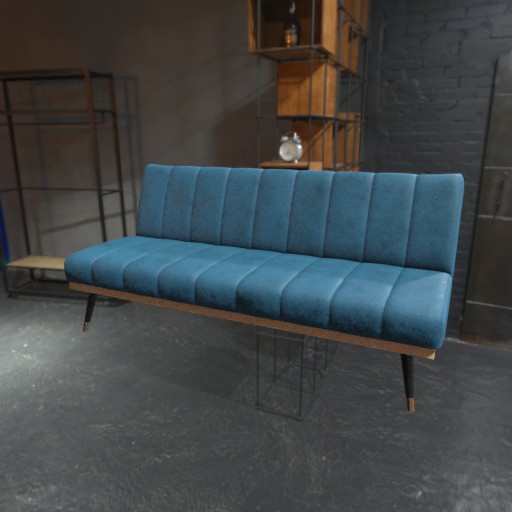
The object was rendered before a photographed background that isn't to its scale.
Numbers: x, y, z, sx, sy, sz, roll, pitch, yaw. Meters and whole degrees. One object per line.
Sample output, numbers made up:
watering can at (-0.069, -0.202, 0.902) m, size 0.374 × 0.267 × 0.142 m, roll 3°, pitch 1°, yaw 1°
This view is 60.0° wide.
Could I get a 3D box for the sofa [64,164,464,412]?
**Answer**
sofa at (0.000, 0.000, 2.222) m, size 1.810 × 0.825 × 0.830 m, roll 7°, pitch 17°, yaw 24°
